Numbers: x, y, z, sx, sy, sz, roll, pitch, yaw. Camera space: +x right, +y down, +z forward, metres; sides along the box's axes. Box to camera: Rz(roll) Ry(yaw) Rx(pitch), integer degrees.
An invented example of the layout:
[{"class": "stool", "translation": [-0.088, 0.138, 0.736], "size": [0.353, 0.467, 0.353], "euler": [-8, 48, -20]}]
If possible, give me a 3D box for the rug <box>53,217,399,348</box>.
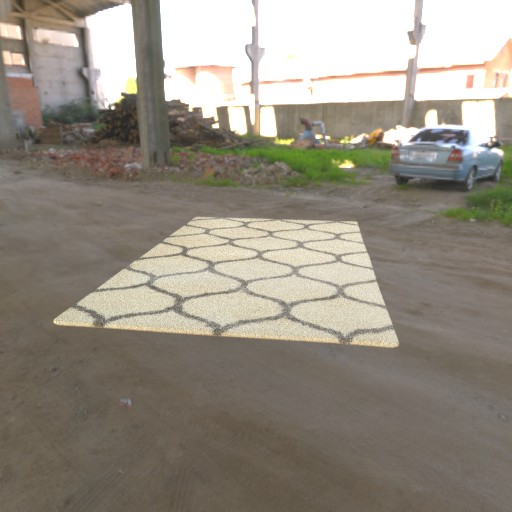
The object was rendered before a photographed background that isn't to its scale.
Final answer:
[{"class": "rug", "translation": [0.000, 0.000, 2.982], "size": [1.501, 0.024, 2.348], "euler": [2, 17, 8]}]
